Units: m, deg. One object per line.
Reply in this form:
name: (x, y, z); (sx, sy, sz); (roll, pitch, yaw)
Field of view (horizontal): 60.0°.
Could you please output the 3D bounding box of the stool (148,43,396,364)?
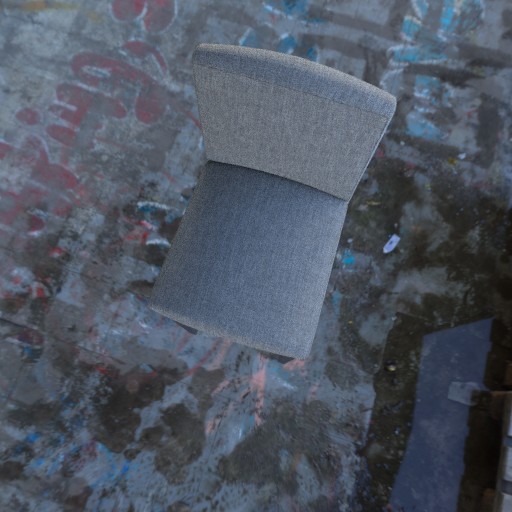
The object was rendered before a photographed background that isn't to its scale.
stool: (0.000, 0.000, 1.369); (0.451, 1.138, 0.552); (17, 75, 5)
